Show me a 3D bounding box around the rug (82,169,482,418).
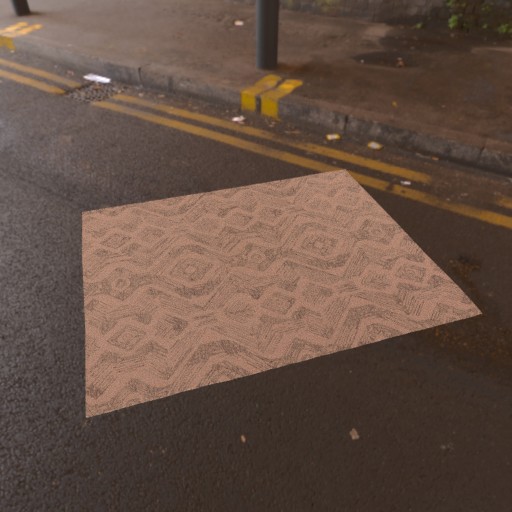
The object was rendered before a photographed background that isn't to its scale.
[{"bbox_3d":[0.000,0.000,4.081,3.054,0.030,2.430,-11,42,-13],"label":"rug"}]
